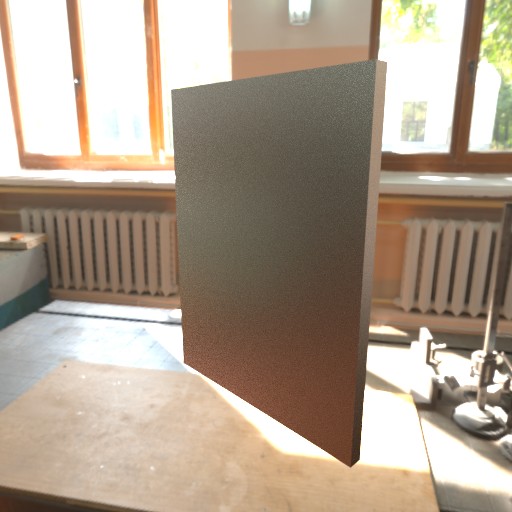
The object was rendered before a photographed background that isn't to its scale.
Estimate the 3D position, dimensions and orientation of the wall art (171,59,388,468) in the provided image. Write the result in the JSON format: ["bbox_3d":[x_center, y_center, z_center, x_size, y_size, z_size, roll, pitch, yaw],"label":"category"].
[{"bbox_3d":[0.000,0.000,0.760,0.025,0.569,0.444,-13,20,-41],"label":"wall art"}]
